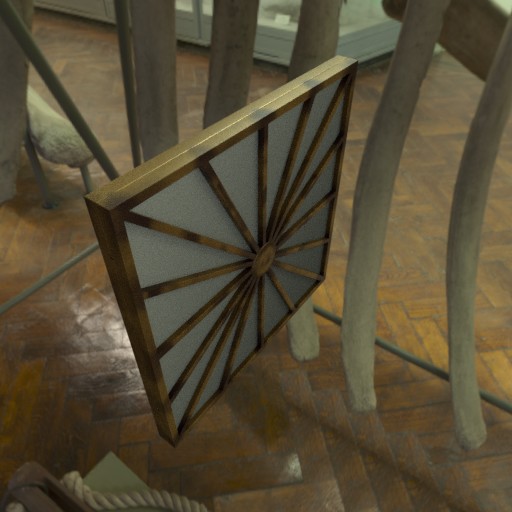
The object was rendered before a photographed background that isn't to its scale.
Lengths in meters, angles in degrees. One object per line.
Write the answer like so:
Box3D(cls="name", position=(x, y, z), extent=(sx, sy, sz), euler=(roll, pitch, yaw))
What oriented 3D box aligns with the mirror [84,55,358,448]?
Box3D(cls="mirror", position=(0.000, 0.000, 0.747), extent=(0.042, 0.507, 0.509), euler=(27, 49, 26))
